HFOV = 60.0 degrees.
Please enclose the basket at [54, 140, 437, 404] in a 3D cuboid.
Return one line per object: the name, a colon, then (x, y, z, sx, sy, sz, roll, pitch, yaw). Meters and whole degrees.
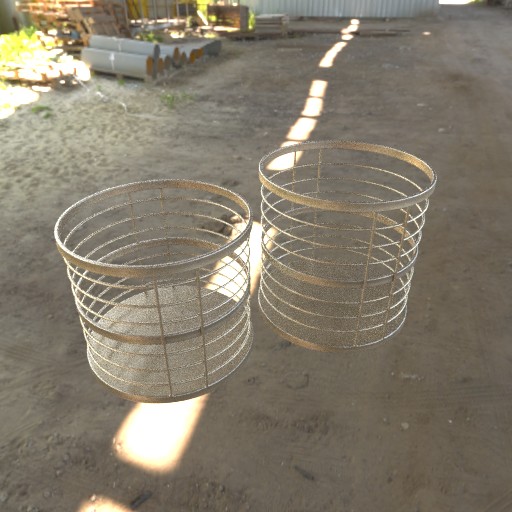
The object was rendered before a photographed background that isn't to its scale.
basket: (0.000, 0.000, 0.945, 0.746, 0.351, 0.356, -11, 33, -17)
